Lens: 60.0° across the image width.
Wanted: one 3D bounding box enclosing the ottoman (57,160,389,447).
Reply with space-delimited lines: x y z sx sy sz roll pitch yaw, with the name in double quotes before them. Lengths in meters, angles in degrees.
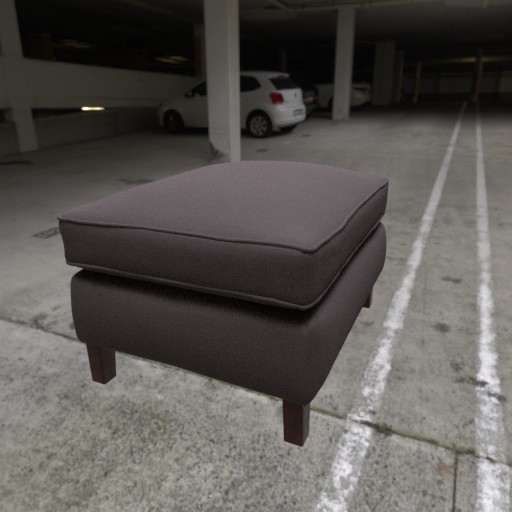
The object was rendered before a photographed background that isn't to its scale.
"ottoman" 0.000 0.000 1.006 0.508 0.406 0.686 8 21 23
